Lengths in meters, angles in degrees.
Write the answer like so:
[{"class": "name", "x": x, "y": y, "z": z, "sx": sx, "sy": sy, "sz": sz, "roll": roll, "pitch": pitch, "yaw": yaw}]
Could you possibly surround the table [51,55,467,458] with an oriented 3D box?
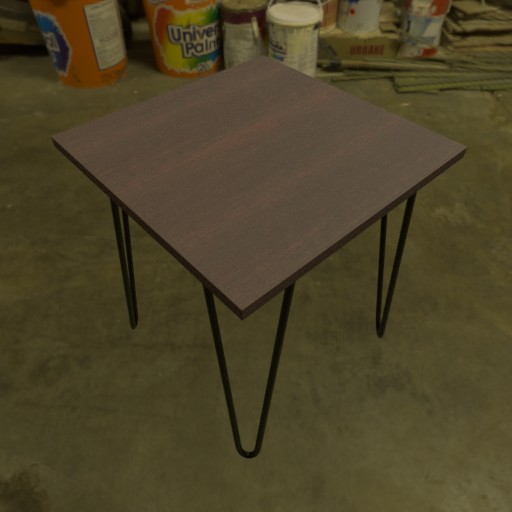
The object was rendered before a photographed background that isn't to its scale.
[{"class": "table", "x": 0.000, "y": 0.000, "z": 0.946, "sx": 0.495, "sy": 0.559, "sz": 0.495, "roll": -34, "pitch": 55, "yaw": -28}]
